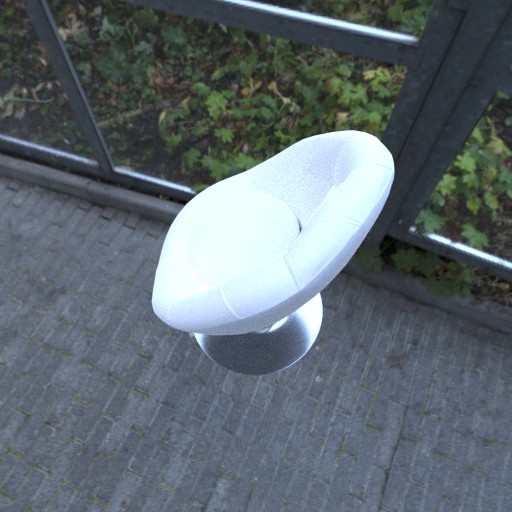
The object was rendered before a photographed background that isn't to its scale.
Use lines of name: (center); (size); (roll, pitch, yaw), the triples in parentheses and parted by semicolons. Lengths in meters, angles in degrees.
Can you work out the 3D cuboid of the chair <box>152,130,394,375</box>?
chair: (0.000, 0.000, 1.805); (0.736, 1.261, 0.940); (34, 68, 16)
